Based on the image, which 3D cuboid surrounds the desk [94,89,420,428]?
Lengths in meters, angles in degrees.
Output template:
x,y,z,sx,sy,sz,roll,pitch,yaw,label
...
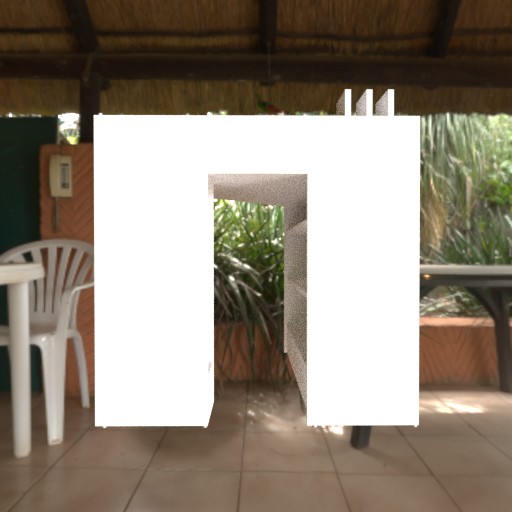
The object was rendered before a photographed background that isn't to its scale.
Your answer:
x,y,z,sx,sy,sz,roll,pitch,yaw,label
0.000,0.000,1.751,0.940,0.986,0.940,0,1,0,desk
